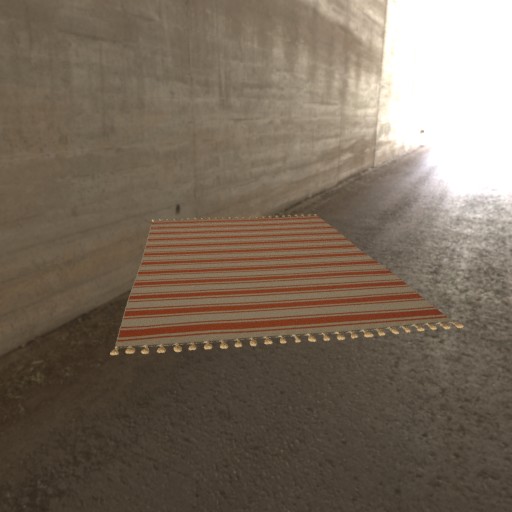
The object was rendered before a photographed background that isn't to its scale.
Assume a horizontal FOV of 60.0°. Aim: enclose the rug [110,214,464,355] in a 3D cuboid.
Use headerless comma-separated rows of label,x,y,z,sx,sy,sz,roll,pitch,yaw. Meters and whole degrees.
rug,0.000,0.000,3.028,1.556,0.022,2.433,-3,18,-8
